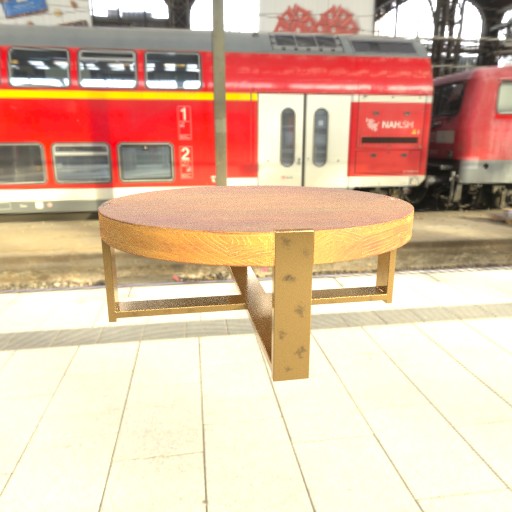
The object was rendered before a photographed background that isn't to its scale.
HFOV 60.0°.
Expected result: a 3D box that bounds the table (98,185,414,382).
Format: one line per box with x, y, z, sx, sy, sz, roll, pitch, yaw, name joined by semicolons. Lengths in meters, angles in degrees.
0.000;0.000;1.692;1.100;0.420;1.100;0;15;0;table
